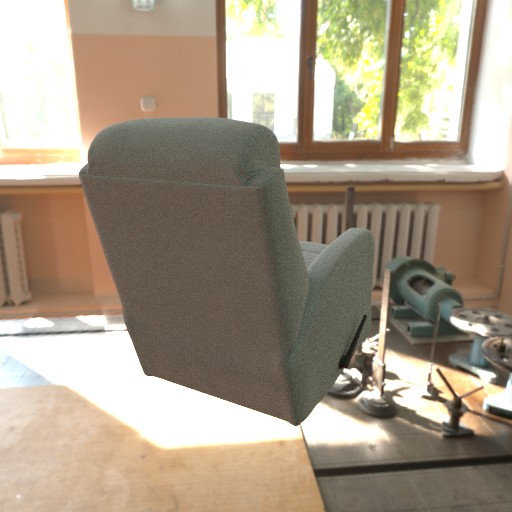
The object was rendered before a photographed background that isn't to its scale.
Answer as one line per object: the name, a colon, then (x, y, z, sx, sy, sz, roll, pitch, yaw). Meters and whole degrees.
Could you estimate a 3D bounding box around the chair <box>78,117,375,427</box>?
chair: (0.000, 0.000, 1.726, 0.798, 1.013, 1.043, 9, 18, 28)
